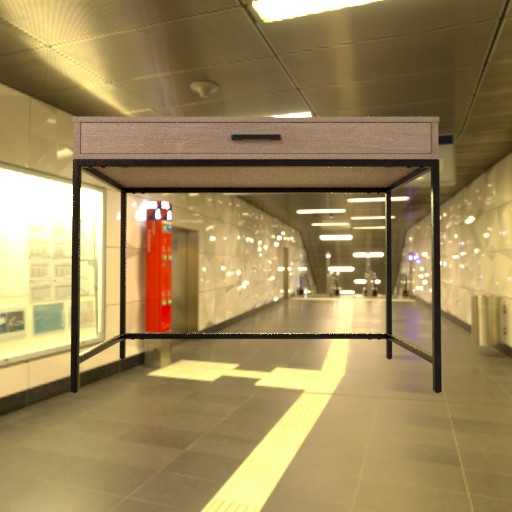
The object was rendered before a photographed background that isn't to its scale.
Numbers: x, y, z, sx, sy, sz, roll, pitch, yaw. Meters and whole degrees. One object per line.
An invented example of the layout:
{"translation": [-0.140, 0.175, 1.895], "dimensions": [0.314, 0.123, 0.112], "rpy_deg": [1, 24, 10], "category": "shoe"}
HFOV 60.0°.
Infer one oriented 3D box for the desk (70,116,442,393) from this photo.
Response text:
{"translation": [0.000, 0.000, 1.442], "dimensions": [1.016, 0.762, 0.470], "rpy_deg": [0, -1, 0], "category": "desk"}
